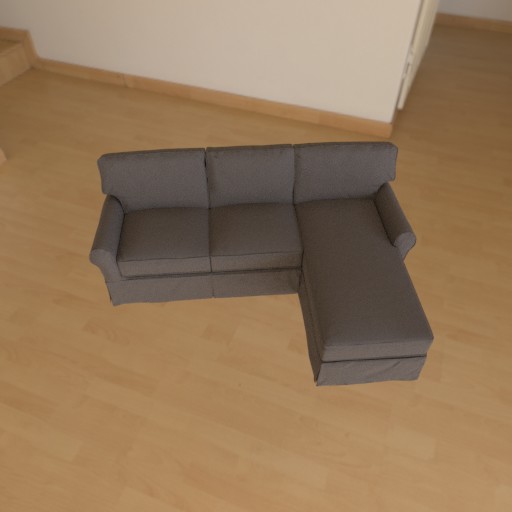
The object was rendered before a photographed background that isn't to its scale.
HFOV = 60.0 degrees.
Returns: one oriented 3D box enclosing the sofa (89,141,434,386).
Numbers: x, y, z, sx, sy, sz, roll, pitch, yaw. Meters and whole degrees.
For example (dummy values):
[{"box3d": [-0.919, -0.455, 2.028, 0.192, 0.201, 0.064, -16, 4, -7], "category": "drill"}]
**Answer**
[{"box3d": [0.000, 0.000, 3.376, 2.475, 0.978, 1.733, -3, 47, -3], "category": "sofa"}]
